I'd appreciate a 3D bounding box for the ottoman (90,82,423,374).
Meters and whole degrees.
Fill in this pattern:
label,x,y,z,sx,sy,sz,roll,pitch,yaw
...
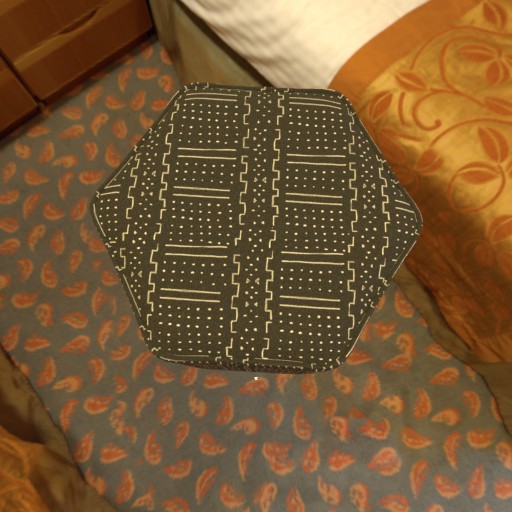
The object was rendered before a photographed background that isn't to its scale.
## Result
label,x,y,z,sx,sy,sz,roll,pitch,yaw
ottoman,0.000,0.000,0.876,0.494,0.502,0.443,3,75,1
